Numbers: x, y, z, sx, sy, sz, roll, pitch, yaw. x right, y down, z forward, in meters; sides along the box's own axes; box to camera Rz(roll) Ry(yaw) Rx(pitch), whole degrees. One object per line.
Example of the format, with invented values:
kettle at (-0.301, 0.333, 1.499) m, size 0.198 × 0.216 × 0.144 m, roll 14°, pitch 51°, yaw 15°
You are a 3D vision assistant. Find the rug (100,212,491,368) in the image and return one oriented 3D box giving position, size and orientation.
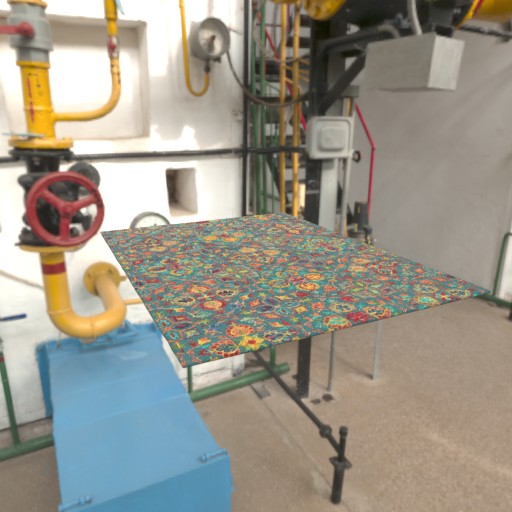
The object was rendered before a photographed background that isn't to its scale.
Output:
rug at (0.000, 0.000, 4.237) m, size 2.434 × 0.025 × 3.204 m, roll -8°, pitch 19°, yaw -25°
